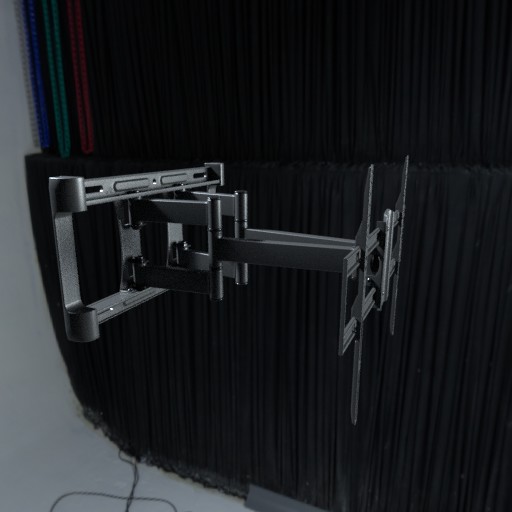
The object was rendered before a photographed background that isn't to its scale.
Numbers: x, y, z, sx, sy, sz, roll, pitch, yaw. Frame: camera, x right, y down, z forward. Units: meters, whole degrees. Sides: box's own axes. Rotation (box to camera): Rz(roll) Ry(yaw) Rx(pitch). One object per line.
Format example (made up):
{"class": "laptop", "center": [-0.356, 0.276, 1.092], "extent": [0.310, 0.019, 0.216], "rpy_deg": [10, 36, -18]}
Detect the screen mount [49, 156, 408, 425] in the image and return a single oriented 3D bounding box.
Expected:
{"class": "screen mount", "center": [0.000, 0.000, 1.119], "extent": [0.644, 0.491, 0.661], "rpy_deg": [7, 16, 25]}
